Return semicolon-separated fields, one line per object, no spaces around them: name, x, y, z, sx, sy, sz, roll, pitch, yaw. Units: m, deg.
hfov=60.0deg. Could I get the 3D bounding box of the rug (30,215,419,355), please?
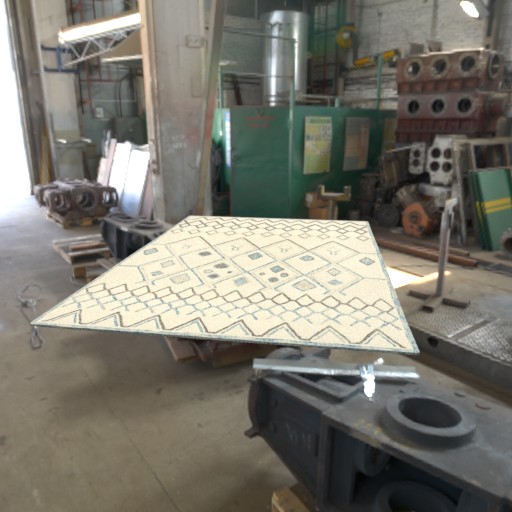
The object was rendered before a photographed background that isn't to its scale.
rug;0.000;0.000;2.251;1.260;0.009;1.820;3;17;9
